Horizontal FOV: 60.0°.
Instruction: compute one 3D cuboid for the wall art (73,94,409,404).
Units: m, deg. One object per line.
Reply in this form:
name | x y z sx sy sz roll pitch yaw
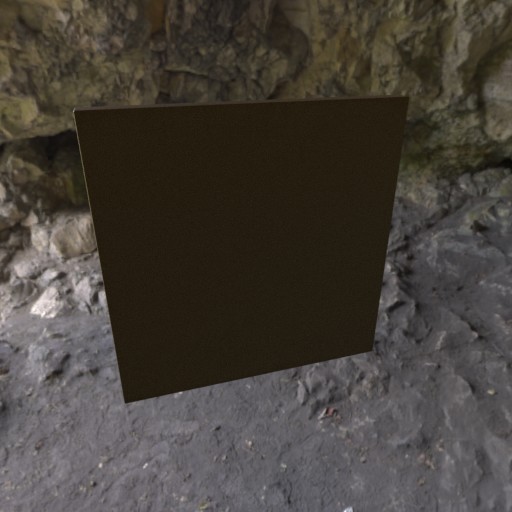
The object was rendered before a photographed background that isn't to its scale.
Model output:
wall art | 0.000 0.000 0.764 0.503 0.506 0.030 -8 27 -15
